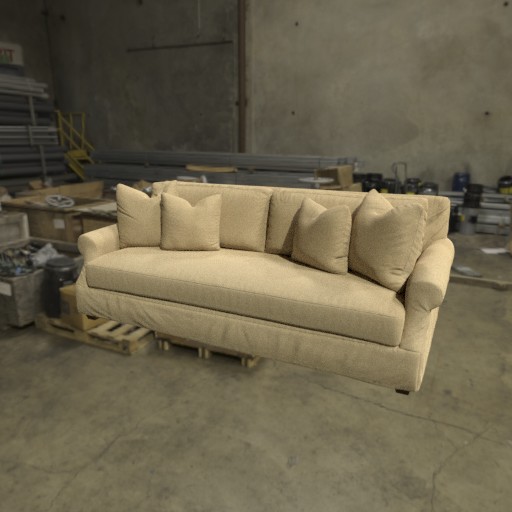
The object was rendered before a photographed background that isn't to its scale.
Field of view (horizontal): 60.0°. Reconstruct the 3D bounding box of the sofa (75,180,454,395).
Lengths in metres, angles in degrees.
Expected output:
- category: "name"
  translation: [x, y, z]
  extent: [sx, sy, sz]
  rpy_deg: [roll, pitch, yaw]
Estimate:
- category: "sofa"
  translation: [0.000, 0.000, 2.838]
  extent: [2.285, 0.904, 1.067]
  rpy_deg: [7, 17, 25]
